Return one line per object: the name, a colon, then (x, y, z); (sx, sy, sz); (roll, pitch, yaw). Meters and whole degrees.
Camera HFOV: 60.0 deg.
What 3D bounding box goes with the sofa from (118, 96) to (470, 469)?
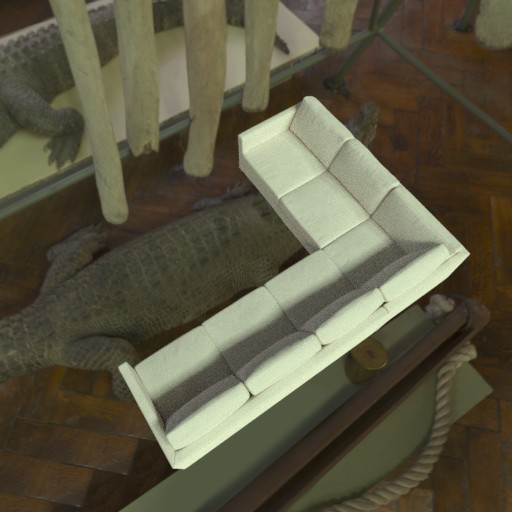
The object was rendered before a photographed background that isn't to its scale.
sofa: (0.000, 0.000, 4.356); (3.182, 0.863, 2.432); (-31, 68, -15)
